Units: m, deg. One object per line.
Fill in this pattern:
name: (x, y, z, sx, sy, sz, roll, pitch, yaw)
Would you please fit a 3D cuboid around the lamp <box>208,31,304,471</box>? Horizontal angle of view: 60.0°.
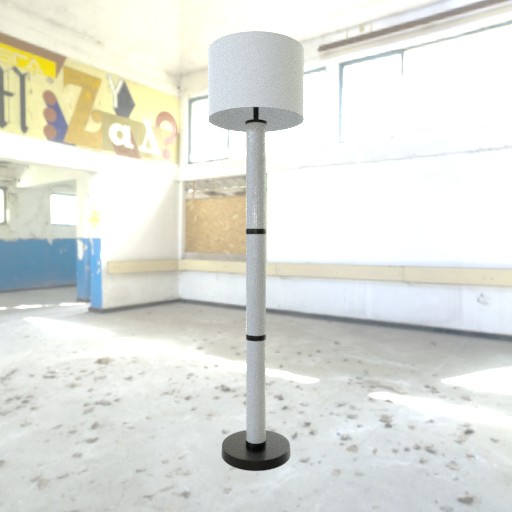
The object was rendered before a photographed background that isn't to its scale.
lamp: (0.000, 0.000, 1.766, 0.377, 1.599, 0.377, 2, 3, 36)
